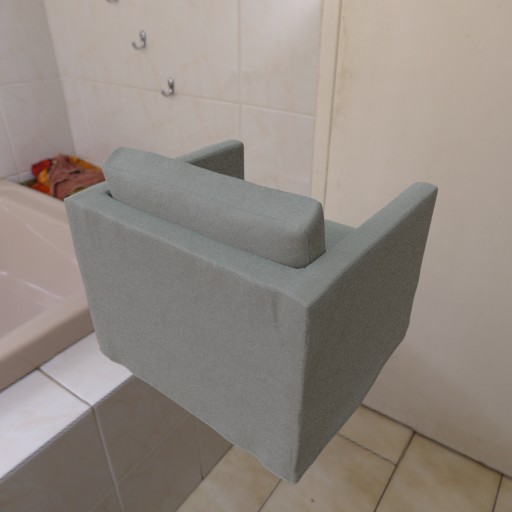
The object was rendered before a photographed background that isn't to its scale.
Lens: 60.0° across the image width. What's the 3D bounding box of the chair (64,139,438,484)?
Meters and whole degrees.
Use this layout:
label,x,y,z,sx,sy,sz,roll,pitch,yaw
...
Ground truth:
label,x,y,z,sx,sy,sz,roll,pitch,yaw
chair,0.000,0.000,1.739,1.057,0.863,0.949,21,37,32
